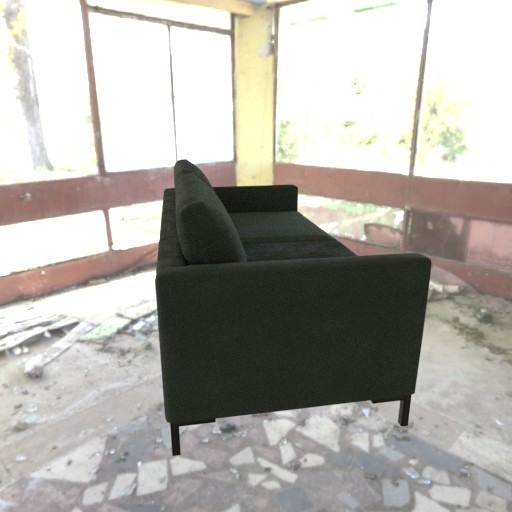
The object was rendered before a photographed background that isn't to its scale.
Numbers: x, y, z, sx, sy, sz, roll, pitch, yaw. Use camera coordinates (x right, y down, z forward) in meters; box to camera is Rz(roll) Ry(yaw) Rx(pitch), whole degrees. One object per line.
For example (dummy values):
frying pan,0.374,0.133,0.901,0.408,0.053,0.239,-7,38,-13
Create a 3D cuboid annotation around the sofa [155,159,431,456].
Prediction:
sofa,0.000,0.000,2.138,0.875,0.817,1.676,-3,18,-10
